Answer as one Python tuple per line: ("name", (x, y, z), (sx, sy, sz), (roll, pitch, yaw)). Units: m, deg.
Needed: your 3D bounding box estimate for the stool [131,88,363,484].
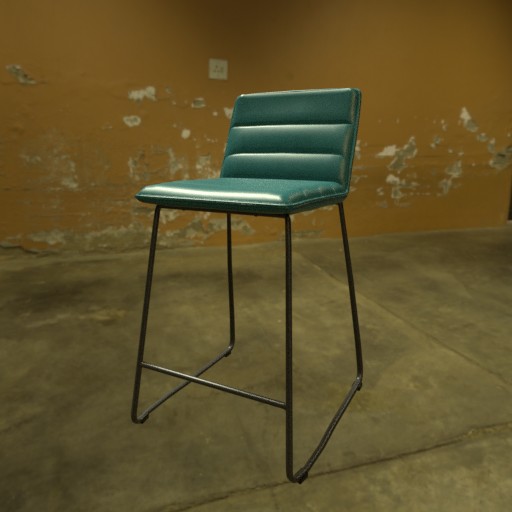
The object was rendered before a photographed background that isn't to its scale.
("stool", (0.000, 0.000, 1.162), (0.489, 0.866, 0.524), (7, 16, 27))
